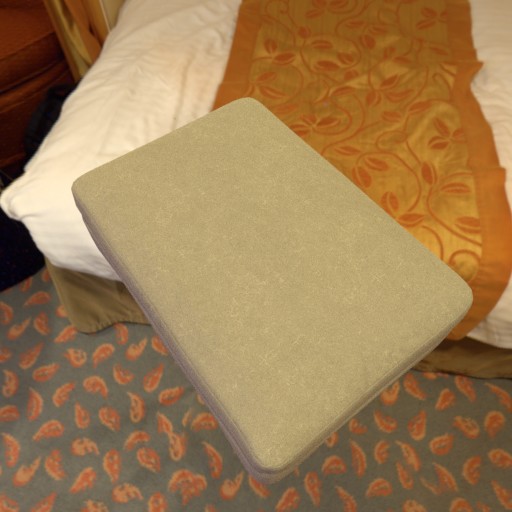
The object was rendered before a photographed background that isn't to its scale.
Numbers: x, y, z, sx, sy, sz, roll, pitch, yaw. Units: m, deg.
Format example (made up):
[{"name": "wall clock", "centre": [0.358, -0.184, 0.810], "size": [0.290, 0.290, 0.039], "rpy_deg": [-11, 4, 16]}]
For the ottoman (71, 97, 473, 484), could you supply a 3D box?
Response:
[{"name": "ottoman", "centre": [0.000, 0.000, 1.557], "size": [0.840, 0.429, 1.199], "rpy_deg": [-32, 63, -19]}]
